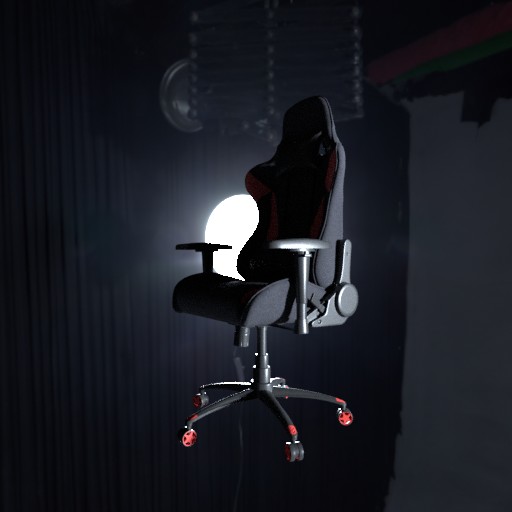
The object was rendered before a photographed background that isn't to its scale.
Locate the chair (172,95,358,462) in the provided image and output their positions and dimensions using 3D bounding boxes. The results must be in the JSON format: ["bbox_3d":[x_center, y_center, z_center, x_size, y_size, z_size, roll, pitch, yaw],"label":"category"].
[{"bbox_3d":[0.000,0.000,1.736,0.658,1.326,0.695,0,0,-36],"label":"chair"}]
